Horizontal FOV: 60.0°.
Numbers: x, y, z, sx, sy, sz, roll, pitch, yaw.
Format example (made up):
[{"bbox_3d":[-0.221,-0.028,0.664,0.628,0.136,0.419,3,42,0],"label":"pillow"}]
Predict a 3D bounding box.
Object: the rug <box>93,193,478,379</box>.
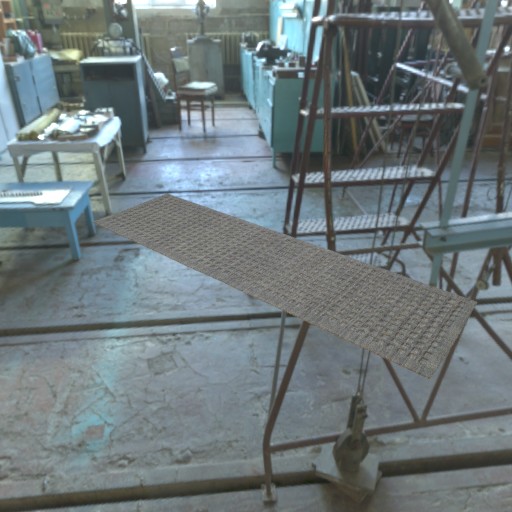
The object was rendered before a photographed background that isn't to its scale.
[{"bbox_3d":[0.000,0.000,2.753,2.443,0.009,0.706,22,36,33],"label":"rug"}]
